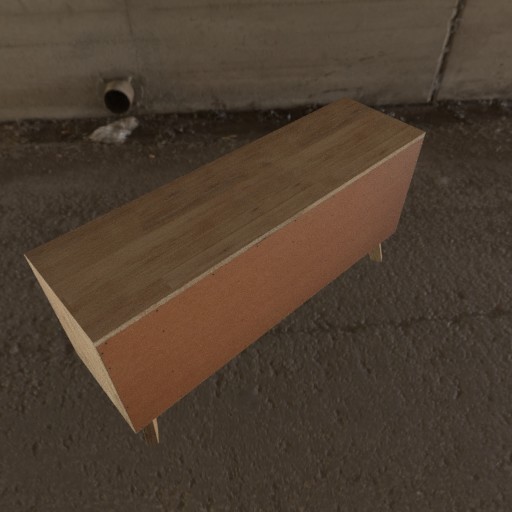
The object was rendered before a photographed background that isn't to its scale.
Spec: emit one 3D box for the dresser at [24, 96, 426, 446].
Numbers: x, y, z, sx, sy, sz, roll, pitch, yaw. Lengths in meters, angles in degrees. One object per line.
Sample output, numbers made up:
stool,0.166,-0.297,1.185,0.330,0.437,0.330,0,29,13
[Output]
dresser,0.000,0.000,1.963,1.602,0.788,0.455,-33,54,-28
